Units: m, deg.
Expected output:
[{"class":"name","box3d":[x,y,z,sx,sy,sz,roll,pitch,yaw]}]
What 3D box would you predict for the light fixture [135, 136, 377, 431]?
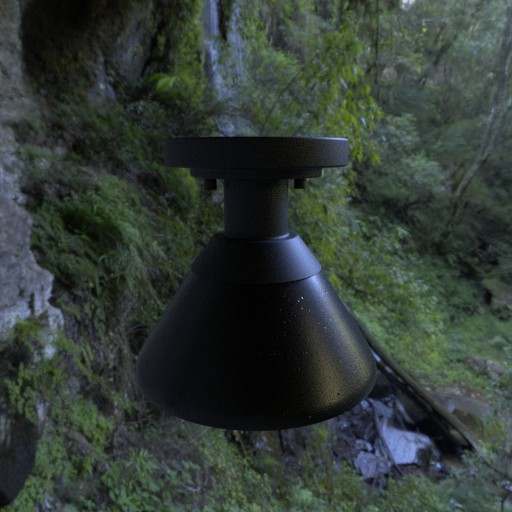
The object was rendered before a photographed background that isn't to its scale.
[{"class":"light fixture","box3d":[0.000,0.000,0.360,0.200,0.183,0.200,0,13,0]}]
